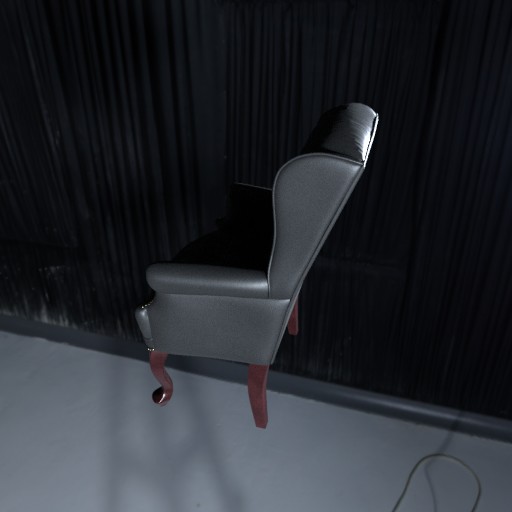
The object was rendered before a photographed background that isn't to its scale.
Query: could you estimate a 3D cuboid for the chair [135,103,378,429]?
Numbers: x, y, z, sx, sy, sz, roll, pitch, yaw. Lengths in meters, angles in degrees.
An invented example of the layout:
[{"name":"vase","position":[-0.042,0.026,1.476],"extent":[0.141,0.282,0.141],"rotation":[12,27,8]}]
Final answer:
[{"name":"chair","position":[0.000,0.000,1.675],"extent":[0.762,1.111,0.838],"rotation":[8,30,14]}]
